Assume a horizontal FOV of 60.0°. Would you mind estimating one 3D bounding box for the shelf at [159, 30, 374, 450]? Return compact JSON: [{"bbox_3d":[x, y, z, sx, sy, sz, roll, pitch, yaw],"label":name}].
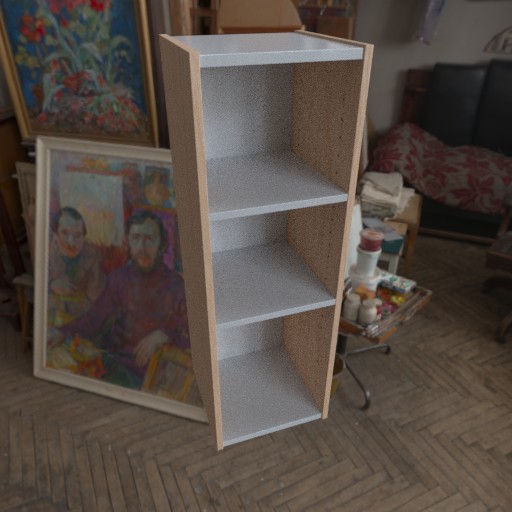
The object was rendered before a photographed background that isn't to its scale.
[{"bbox_3d":[0.000,0.000,1.019,0.300,0.900,0.290,-10,33,-16],"label":"shelf"}]
